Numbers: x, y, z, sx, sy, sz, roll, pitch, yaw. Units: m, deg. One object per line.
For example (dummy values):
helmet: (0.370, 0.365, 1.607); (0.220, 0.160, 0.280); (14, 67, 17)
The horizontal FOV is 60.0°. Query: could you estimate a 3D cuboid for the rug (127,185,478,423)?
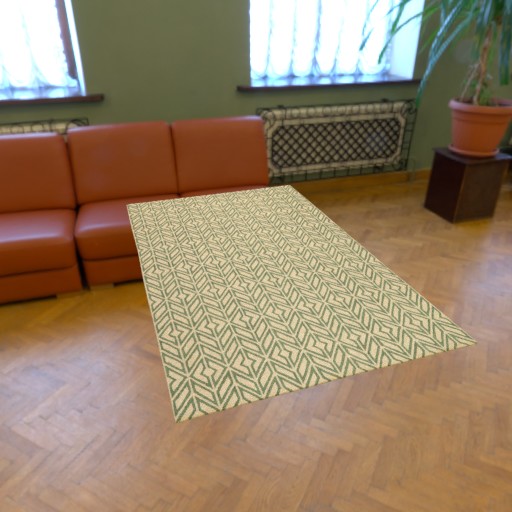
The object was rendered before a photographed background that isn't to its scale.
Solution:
rug: (0.000, 0.000, 3.010); (1.517, 0.011, 2.435); (-9, 30, -16)
